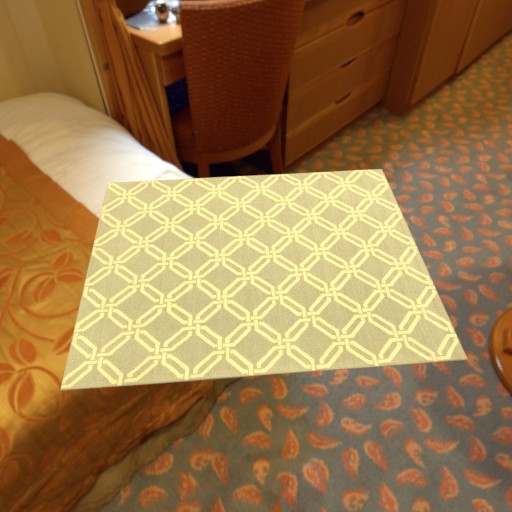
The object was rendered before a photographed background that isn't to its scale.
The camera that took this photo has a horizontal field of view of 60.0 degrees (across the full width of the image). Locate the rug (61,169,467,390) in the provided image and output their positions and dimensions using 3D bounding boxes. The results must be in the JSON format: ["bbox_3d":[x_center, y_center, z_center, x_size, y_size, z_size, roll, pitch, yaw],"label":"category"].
[{"bbox_3d":[0.000,0.000,3.903,2.895,0.018,2.288,-3,48,-3],"label":"rug"}]
